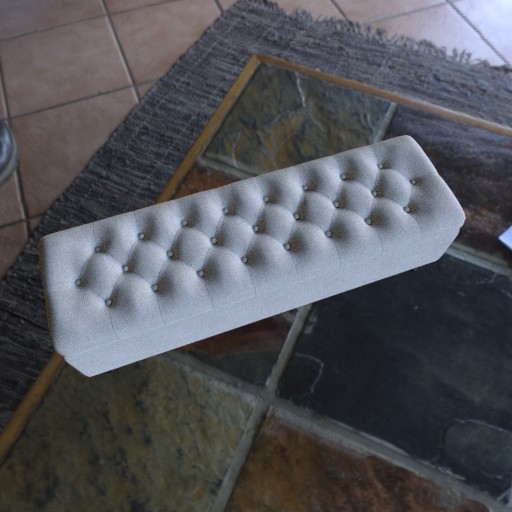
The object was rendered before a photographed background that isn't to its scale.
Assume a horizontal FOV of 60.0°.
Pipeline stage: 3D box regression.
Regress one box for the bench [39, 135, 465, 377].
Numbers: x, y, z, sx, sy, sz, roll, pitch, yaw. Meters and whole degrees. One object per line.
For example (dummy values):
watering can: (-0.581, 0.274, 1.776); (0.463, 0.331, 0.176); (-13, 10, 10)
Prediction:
bench: (0.000, 0.000, 1.750); (1.480, 0.467, 0.455); (-17, 63, -9)
